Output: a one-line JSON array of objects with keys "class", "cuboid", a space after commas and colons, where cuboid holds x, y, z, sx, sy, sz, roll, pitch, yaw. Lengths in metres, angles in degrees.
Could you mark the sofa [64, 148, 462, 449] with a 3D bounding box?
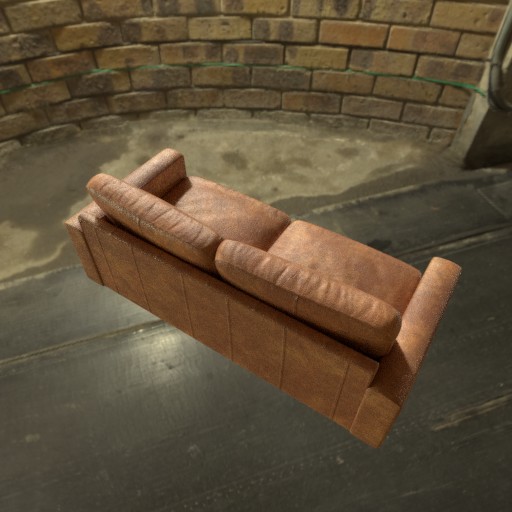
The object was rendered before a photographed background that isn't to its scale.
[{"class": "sofa", "cuboid": [0.000, 0.000, 2.709, 2.179, 0.873, 1.016, 25, 52, 21]}]
